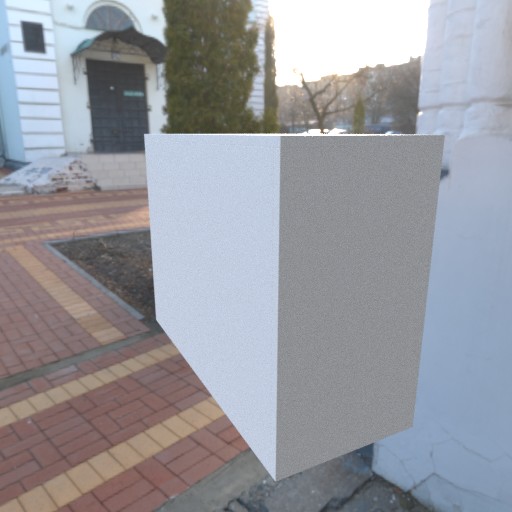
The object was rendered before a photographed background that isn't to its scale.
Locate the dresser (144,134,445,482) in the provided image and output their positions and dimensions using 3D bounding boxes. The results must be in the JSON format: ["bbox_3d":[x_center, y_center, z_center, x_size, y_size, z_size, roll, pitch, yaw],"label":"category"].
[{"bbox_3d":[0.000,0.000,1.549,0.460,0.820,1.100,-8,17,-26],"label":"dresser"}]
